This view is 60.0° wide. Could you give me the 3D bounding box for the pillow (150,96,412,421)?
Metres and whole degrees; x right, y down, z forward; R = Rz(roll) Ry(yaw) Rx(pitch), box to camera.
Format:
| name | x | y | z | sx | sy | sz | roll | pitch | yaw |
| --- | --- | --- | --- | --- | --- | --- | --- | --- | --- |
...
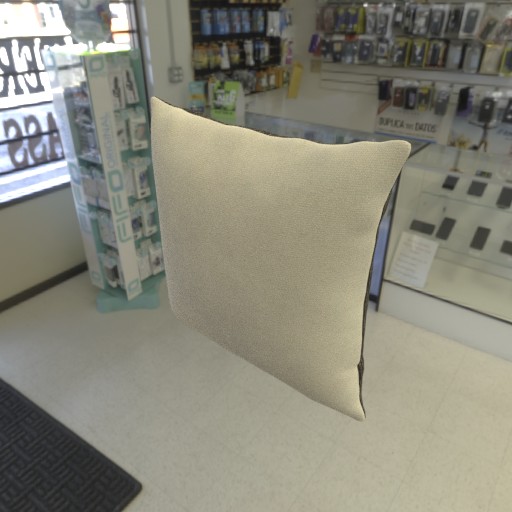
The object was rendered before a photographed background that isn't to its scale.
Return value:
| name | x | y | z | sx | sy | sz | roll | pitch | yaw |
| --- | --- | --- | --- | --- | --- | --- | --- | --- | --- |
| pillow | 0.000 | 0.000 | 0.694 | 0.433 | 0.434 | 0.196 | 22 | 36 | 34 |
